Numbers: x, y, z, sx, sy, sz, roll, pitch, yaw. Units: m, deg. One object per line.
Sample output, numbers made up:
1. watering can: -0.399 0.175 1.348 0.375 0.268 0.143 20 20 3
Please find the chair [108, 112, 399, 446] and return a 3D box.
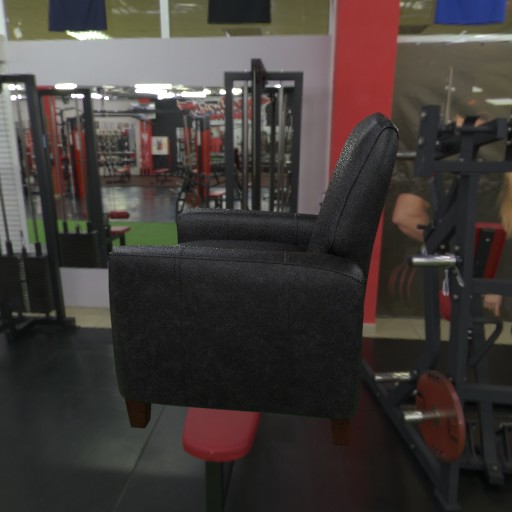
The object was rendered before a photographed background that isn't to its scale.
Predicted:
1. chair: 0.000 0.000 1.655 0.864 1.014 0.848 2 15 7
